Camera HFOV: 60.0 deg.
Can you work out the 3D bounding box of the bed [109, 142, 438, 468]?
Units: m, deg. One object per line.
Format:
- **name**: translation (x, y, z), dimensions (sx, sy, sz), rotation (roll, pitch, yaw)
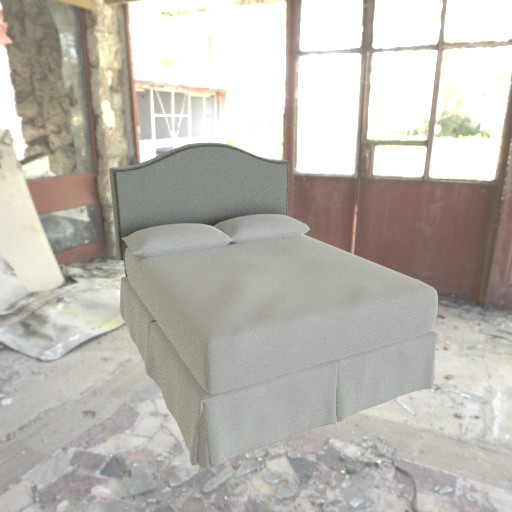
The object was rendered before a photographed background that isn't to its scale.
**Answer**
- **bed**: translation (0.000, 0.000, 3.395), dimensions (1.813, 1.607, 2.180), rotation (-8, 19, -26)
